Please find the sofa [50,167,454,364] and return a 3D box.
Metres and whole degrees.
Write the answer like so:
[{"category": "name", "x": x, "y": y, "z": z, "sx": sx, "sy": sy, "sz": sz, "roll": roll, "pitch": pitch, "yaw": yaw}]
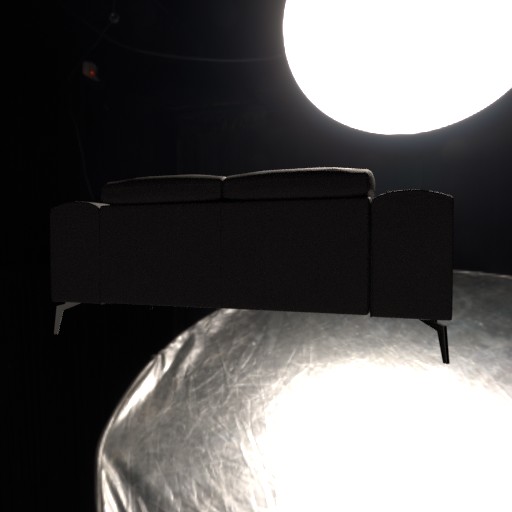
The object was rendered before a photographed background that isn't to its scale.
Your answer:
[{"category": "sofa", "x": 0.000, "y": 0.000, "z": 2.404, "sx": 1.895, "sy": 0.779, "sz": 1.003, "roll": 0, "pitch": 2, "yaw": 18}]
